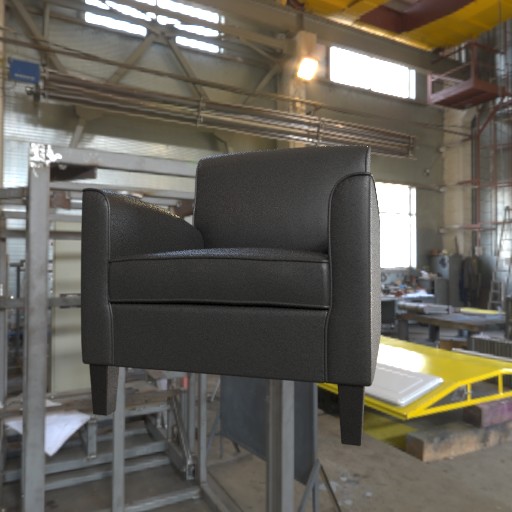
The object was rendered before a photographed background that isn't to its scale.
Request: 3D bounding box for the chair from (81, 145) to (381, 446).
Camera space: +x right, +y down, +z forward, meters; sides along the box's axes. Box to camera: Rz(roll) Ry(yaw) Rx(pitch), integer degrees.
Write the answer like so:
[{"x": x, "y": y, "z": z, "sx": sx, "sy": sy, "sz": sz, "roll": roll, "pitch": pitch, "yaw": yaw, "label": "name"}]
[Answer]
[{"x": 0.000, "y": 0.000, "z": 1.522, "sx": 0.820, "sy": 0.916, "sz": 0.819, "roll": 0, "pitch": -1, "yaw": 17, "label": "chair"}]
